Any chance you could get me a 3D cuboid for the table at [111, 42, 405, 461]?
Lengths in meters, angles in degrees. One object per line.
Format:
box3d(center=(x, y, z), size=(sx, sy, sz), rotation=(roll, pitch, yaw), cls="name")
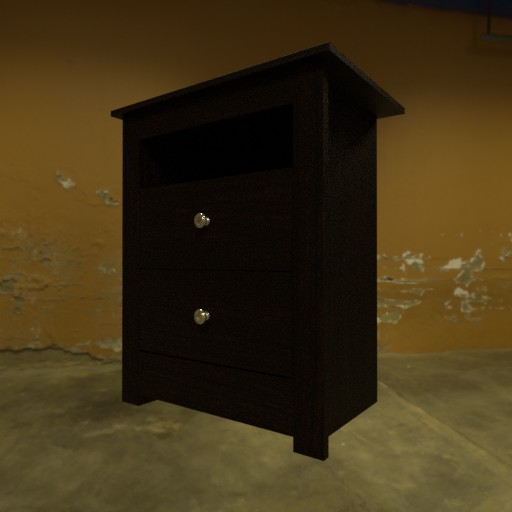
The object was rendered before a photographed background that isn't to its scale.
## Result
box3d(center=(0.000, 0.000, 1.073), size=(0.591, 0.711, 0.406), rotation=(0, -1, 36), cls="table")
